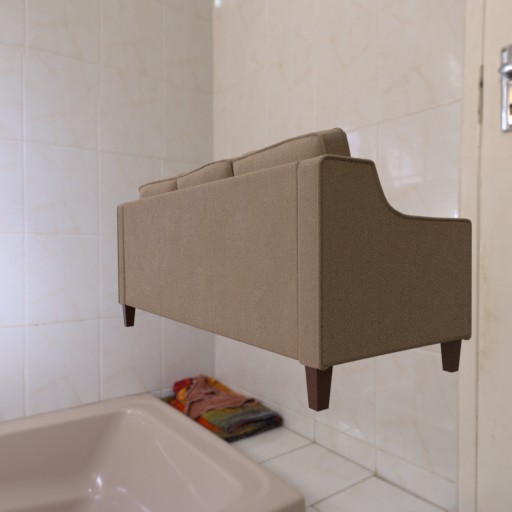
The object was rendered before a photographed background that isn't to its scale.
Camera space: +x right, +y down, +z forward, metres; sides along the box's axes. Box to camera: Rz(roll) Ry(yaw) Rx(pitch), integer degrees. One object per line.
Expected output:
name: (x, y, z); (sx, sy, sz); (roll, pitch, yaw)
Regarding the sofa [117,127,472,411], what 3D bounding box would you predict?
sofa: (0.000, 0.000, 2.456); (0.911, 0.974, 1.986); (-1, 2, -35)
